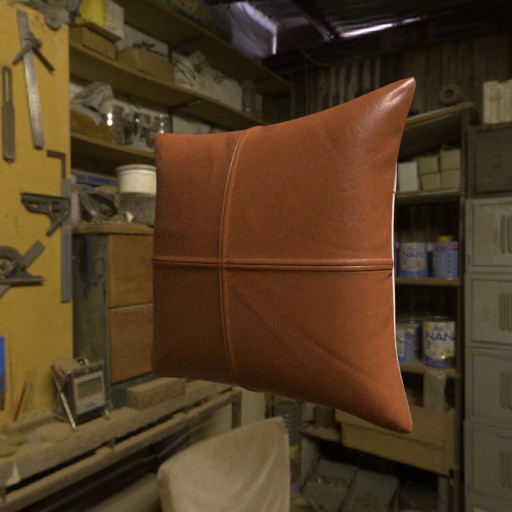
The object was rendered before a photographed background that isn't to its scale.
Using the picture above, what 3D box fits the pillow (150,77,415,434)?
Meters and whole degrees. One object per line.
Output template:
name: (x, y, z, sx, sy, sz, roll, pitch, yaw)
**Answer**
pillow: (0.000, 0.000, 0.723, 0.501, 0.477, 0.192, 0, 0, 35)
